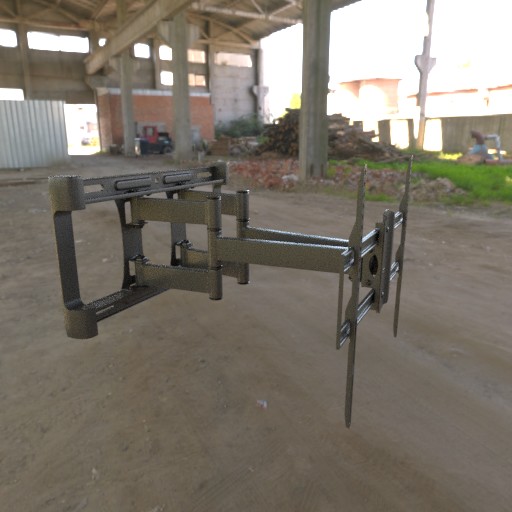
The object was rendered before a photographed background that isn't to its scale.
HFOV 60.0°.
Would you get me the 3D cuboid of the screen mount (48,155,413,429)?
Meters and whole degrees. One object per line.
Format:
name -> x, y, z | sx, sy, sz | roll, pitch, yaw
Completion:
screen mount -> 0.000, 0.000, 0.961 | 0.556, 0.424, 0.571 | 8, 17, 27
